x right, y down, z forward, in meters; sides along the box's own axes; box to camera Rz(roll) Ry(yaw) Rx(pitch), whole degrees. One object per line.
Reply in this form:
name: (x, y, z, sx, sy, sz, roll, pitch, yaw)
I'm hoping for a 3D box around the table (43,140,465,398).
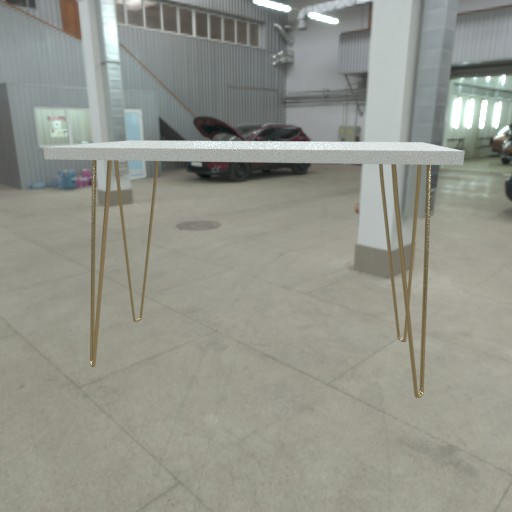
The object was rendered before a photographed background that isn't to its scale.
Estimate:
table: (0.000, 0.000, 1.352, 0.991, 0.660, 0.498, 3, 17, 9)
